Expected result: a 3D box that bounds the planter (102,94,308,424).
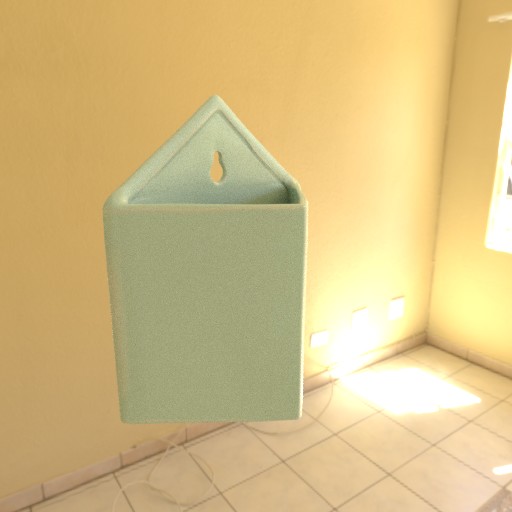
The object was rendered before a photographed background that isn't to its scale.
[{"bbox_3d":[0.000,0.000,0.281,0.164,0.197,0.079,-14,20,-43],"label":"planter"}]
